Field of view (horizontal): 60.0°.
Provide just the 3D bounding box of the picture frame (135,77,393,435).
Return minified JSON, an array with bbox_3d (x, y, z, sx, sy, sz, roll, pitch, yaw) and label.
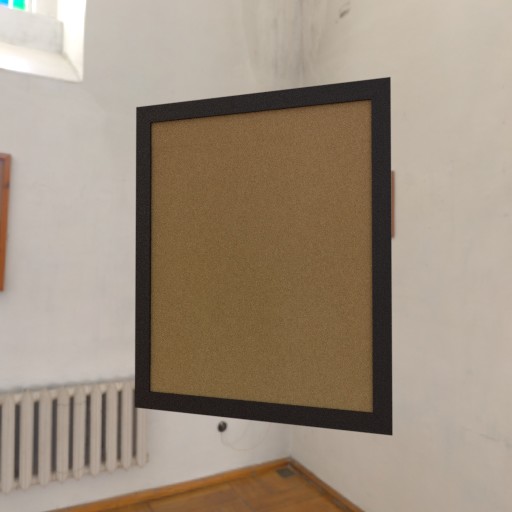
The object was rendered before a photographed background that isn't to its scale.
[{"bbox_3d":[0.000,0.000,0.773,0.452,0.555,0.044,0,-1,17],"label":"picture frame"}]
